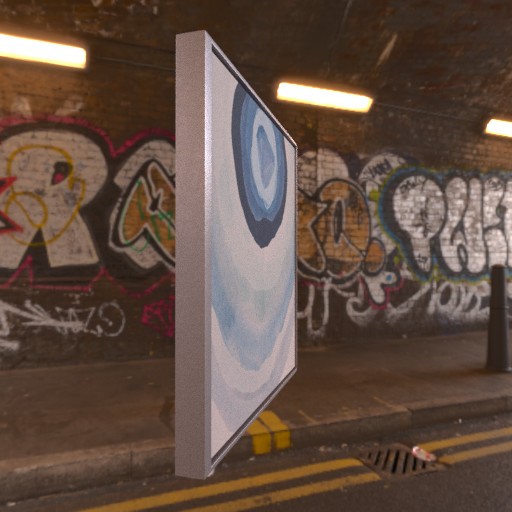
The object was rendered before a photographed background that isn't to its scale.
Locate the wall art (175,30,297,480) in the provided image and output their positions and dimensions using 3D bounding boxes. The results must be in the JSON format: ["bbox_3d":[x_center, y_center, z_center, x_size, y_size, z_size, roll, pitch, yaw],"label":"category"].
[{"bbox_3d":[0.000,0.000,0.513,0.028,0.349,0.349,0,-1,17],"label":"wall art"}]
